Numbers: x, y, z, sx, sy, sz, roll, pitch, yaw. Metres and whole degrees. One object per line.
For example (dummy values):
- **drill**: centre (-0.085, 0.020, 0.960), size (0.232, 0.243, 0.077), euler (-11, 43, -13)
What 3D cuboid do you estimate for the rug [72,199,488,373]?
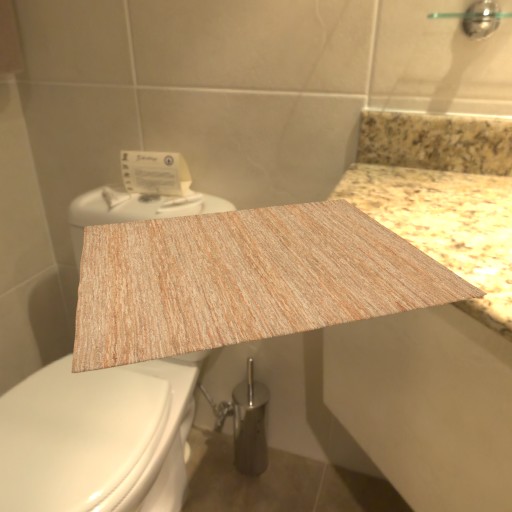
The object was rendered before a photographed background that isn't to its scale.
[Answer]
- **rug**: centre (0.000, 0.000, 3.902), size (2.939, 0.009, 2.313), euler (-8, 27, -15)
